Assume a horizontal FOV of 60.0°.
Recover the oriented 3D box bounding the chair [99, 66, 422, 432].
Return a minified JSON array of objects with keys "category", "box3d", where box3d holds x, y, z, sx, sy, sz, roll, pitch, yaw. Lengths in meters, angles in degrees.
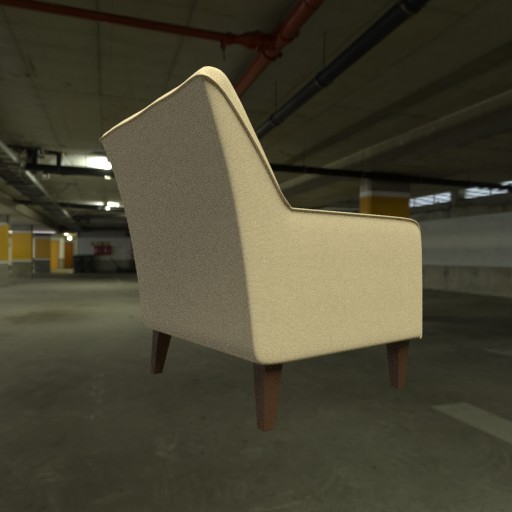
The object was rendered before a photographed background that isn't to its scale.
[{"category":"chair","box3d":[0.000,0.000,1.598,0.899,0.919,0.780,0,0,-37]}]
